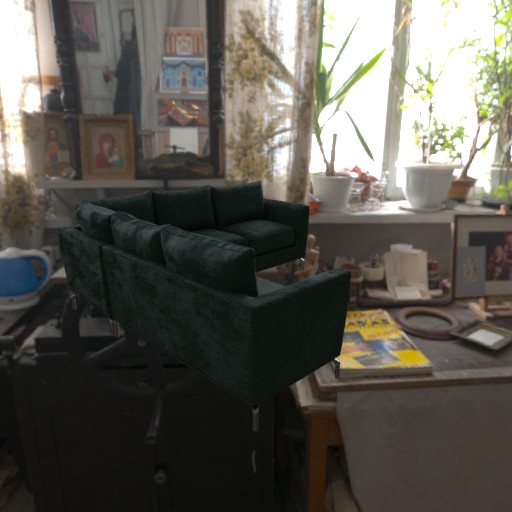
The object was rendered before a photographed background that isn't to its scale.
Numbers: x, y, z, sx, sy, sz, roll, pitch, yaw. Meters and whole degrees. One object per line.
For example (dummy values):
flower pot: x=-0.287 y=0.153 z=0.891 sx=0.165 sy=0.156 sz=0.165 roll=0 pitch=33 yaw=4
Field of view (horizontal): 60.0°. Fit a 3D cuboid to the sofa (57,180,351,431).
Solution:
sofa: x=0.000 y=0.000 z=3.881 sx=2.452 sy=1.004 sz=2.468 roll=-16 pitch=23 yaw=-42
